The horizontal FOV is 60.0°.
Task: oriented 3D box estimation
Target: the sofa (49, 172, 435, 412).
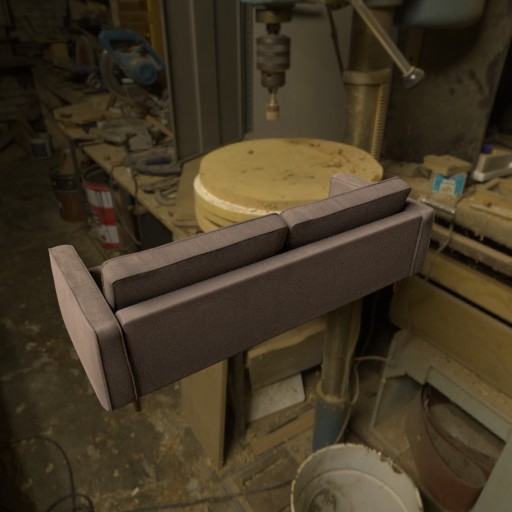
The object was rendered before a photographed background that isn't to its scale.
[{"bbox_3d":[0.000,0.000,2.793,2.295,0.813,0.923,-19,35,-28],"label":"sofa"}]
